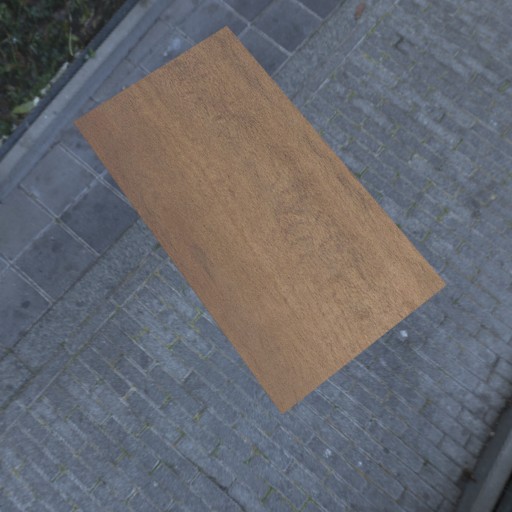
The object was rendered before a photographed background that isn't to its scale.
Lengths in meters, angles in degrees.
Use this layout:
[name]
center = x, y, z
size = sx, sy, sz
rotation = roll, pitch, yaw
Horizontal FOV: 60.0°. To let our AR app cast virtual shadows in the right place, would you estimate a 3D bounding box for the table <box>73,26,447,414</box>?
[table]
center = 0.000, 0.000, 1.739
size = 0.524, 1.294, 0.901
rotation = -36, 79, -8
